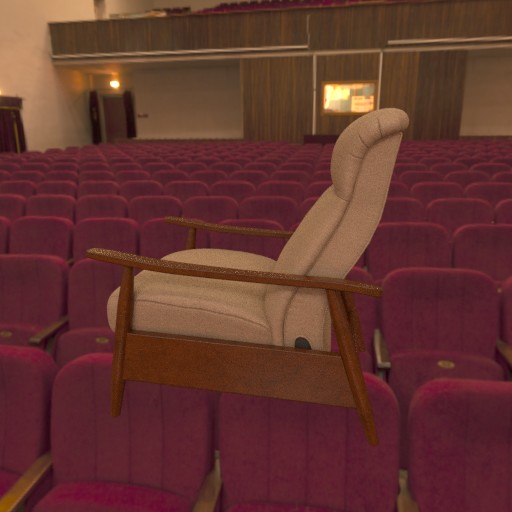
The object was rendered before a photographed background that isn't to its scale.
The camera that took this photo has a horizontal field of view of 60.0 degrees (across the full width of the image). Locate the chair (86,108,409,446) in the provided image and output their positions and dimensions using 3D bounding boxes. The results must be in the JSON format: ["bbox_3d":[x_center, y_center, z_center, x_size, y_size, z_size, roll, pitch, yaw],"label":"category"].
[{"bbox_3d":[0.000,0.000,1.772,1.030,1.082,0.762,2,14,10],"label":"chair"}]
